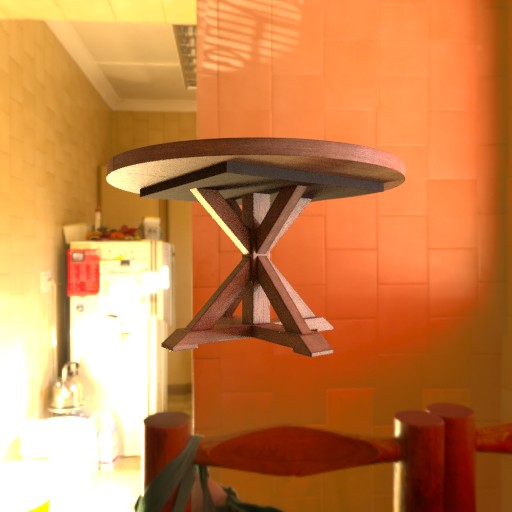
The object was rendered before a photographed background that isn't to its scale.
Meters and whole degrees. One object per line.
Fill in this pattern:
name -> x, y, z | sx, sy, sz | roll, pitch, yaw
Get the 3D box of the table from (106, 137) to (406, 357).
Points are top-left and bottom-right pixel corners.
table -> 0.000, 0.000, 2.126 | 1.363, 0.781, 1.363 | 0, 0, 0
